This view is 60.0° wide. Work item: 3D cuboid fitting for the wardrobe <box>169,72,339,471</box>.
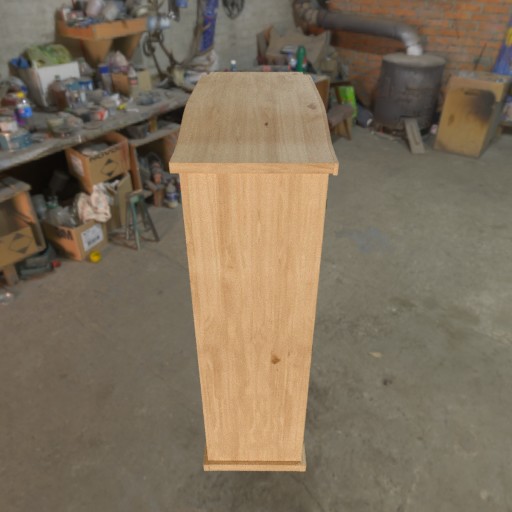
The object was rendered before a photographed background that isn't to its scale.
[{"bbox_3d":[0.000,0.000,2.572,0.570,1.870,1.500,0,33,0],"label":"wardrobe"}]
